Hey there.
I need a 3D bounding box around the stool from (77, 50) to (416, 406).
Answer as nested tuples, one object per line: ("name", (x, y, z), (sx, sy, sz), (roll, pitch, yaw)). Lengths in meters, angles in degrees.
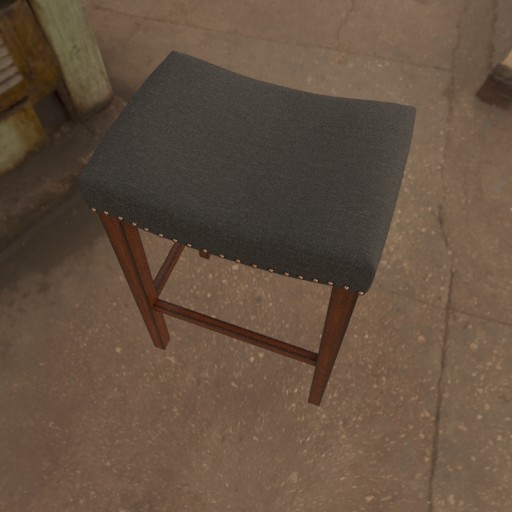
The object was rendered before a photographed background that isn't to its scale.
("stool", (0.000, 0.000, 1.029), (0.502, 0.760, 0.366), (17, 61, 10))
